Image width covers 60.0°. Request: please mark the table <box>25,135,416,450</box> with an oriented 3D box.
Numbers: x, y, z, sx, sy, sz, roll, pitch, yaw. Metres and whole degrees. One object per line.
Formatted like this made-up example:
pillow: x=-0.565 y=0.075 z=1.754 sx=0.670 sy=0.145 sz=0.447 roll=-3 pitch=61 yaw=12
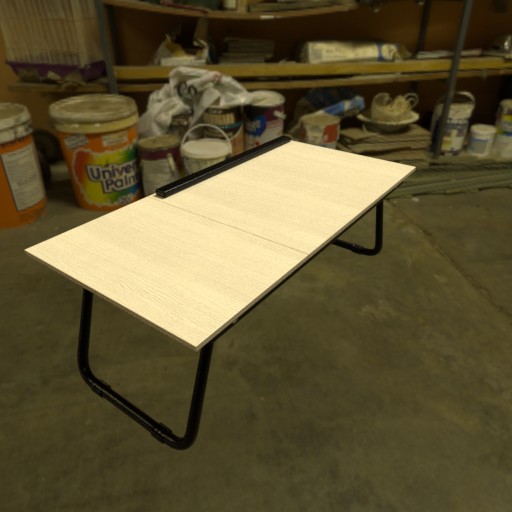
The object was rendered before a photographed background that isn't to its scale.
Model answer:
table: x=0.000 y=0.000 z=0.807 sx=0.322 sy=0.242 sz=0.644 roll=21 pitch=37 yaw=30
